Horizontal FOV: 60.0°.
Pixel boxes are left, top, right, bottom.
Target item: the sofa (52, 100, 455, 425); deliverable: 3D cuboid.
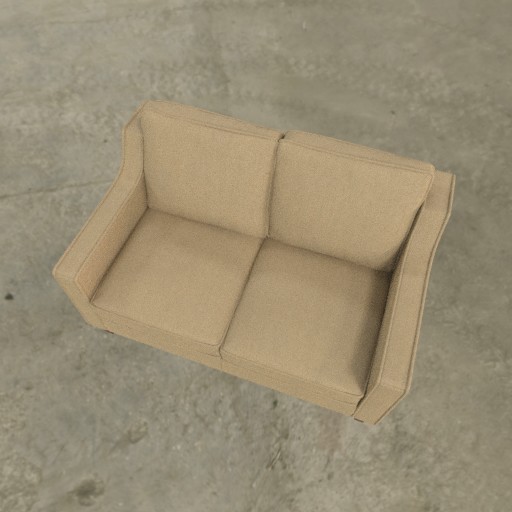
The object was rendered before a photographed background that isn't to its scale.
[{"bbox_3d":[0.000,0.000,2.096,1.501,0.971,0.987,17,59,10],"label":"sofa"}]
